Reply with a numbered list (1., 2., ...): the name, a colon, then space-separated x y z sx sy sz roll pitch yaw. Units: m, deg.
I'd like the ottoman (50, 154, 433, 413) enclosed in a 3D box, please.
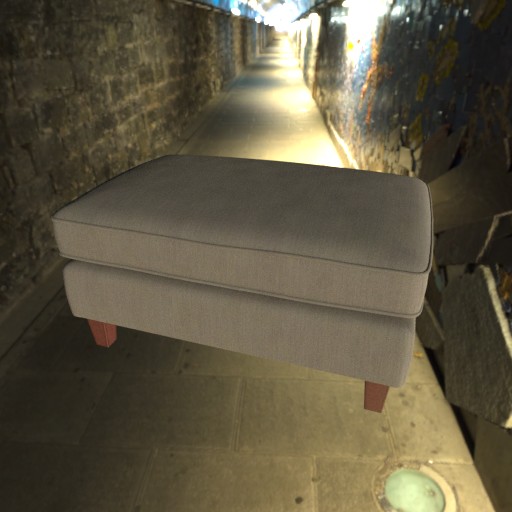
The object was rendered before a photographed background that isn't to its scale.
1. ottoman: 0.000 0.000 1.332 0.941 0.480 0.636 9 29 16
